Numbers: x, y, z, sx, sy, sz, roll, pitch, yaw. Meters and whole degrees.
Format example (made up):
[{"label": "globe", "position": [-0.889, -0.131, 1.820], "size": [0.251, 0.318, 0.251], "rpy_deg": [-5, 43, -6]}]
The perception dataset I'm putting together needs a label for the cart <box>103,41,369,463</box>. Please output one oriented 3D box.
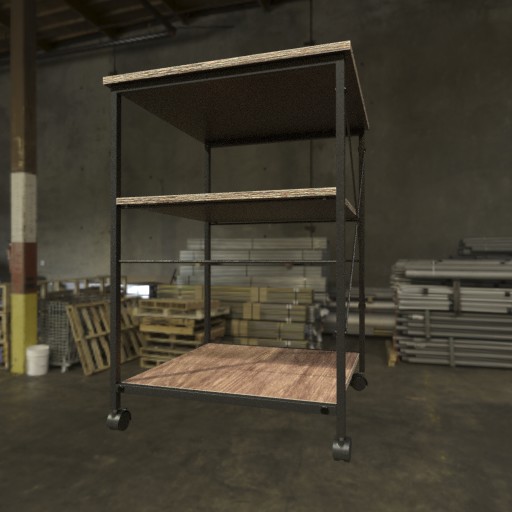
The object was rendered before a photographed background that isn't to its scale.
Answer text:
[{"label": "cart", "position": [0.000, 0.000, 1.113], "size": [0.520, 0.762, 0.521], "rpy_deg": [0, 0, 18]}]
